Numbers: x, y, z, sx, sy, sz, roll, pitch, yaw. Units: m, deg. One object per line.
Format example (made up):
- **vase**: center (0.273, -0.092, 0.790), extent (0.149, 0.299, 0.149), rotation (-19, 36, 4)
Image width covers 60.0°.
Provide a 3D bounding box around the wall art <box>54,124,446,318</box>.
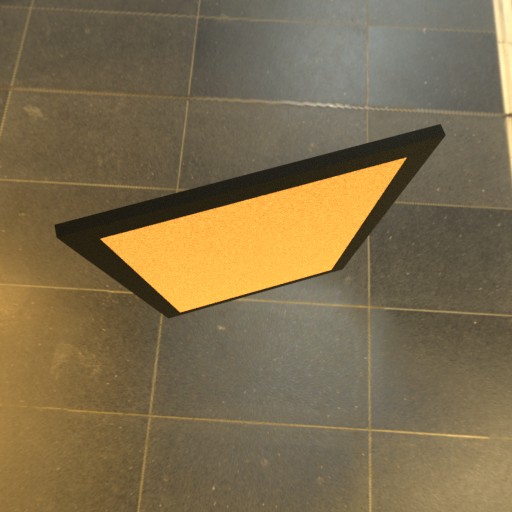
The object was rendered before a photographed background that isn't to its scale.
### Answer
- **wall art**: center (0.000, 0.000, 0.579), extent (0.326, 0.459, 0.011), rotation (-15, 75, -4)
